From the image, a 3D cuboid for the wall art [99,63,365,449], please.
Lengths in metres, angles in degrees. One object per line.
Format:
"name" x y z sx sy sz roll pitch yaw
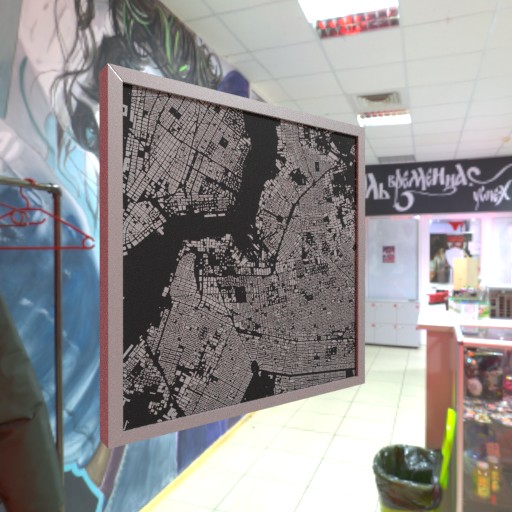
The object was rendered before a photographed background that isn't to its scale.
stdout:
"wall art" 0.000 0.000 0.744 0.506 0.506 0.038 0 0 -36
